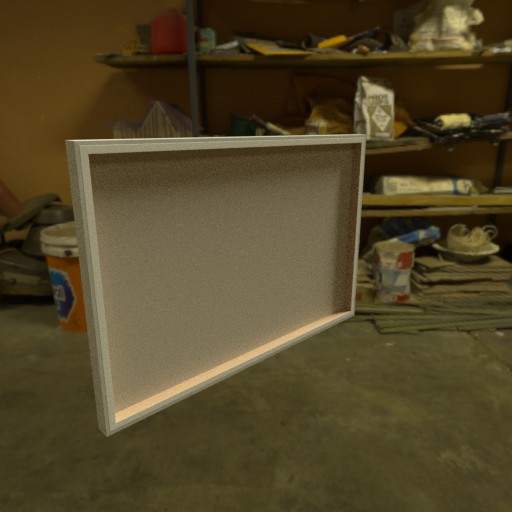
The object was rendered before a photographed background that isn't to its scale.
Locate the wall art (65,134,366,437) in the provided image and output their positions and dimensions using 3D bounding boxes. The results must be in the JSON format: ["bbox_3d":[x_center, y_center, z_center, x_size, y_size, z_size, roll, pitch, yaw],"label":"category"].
[{"bbox_3d":[0.000,0.000,1.174,0.915,0.610,0.038,-15,22,-42],"label":"wall art"}]
